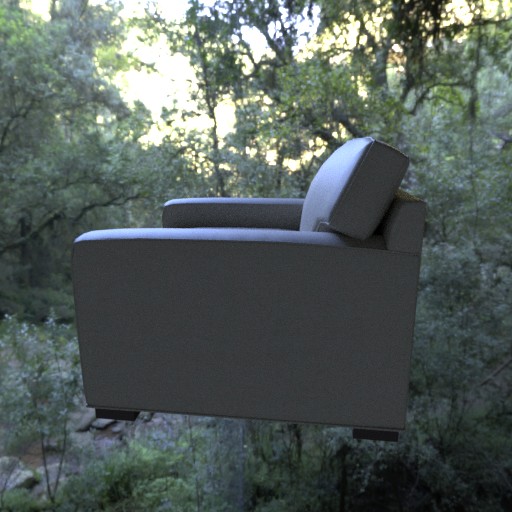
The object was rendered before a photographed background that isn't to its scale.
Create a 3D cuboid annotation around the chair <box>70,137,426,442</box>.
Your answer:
[{"bbox_3d":[0.000,0.000,1.777,1.043,0.913,0.998,2,14,7],"label":"chair"}]
